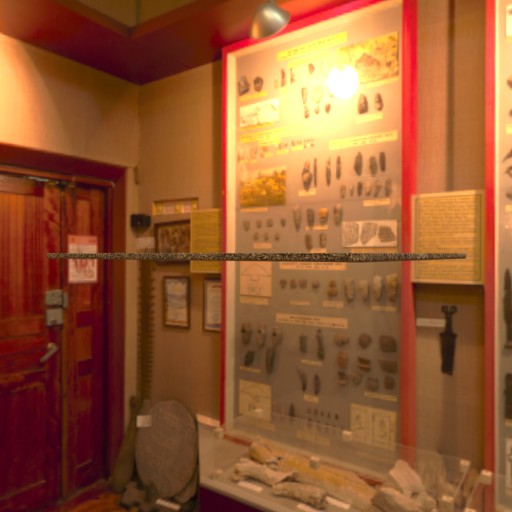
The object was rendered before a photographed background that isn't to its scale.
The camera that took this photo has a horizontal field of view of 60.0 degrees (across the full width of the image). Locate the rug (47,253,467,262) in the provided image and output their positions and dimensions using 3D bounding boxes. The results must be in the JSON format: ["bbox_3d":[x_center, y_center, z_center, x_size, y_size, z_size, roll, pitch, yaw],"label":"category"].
[{"bbox_3d":[0.000,0.000,2.106,1.601,0.025,1.198,0,0,37],"label":"rug"}]
